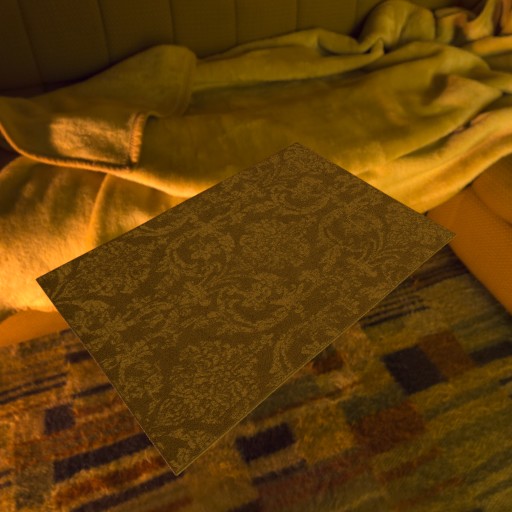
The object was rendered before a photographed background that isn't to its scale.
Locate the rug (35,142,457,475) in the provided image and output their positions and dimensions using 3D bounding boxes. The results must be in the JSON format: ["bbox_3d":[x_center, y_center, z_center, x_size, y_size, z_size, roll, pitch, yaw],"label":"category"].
[{"bbox_3d":[0.000,0.000,2.277,1.824,0.012,1.206,-33,55,-27],"label":"rug"}]
